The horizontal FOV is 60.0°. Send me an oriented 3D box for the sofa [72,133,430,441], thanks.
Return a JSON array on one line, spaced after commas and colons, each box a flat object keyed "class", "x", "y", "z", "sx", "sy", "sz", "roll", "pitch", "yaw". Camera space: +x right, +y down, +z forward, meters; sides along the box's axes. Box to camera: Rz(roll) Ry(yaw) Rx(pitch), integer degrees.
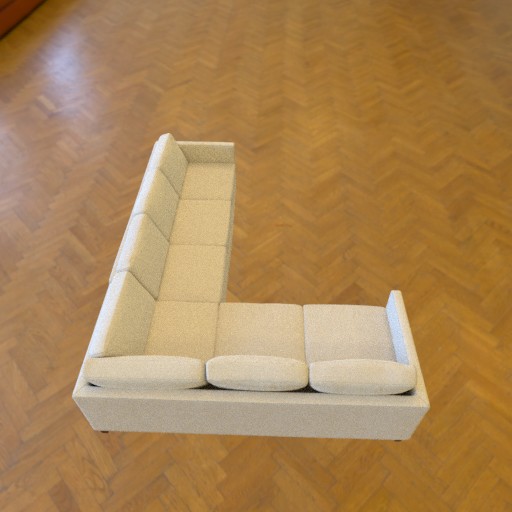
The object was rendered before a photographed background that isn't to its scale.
[{"class": "sofa", "x": 0.000, "y": 0.000, "z": 4.227, "sx": 2.432, "sy": 0.863, "sz": 3.182, "roll": 1, "pitch": 46, "yaw": 1}]
